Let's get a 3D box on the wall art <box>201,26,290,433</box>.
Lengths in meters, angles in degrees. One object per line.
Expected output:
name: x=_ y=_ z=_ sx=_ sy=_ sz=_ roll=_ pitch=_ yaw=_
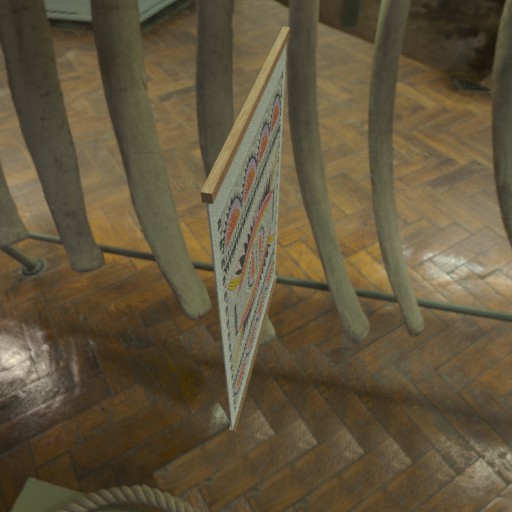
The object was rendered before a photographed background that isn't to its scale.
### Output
wall art: x=0.000 y=0.000 z=1.936 sx=0.028 sy=1.533 sz=0.999 roll=10 pitch=49 yaw=9
